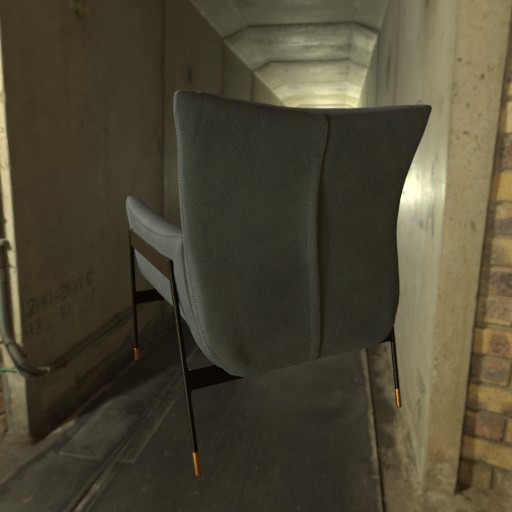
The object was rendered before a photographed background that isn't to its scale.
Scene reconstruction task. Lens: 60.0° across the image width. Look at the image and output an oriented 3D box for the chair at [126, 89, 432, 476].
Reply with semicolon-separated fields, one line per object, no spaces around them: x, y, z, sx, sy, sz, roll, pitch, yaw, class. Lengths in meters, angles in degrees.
0.000;0.000;1.362;0.678;0.858;0.709;-7;15;-26;chair
